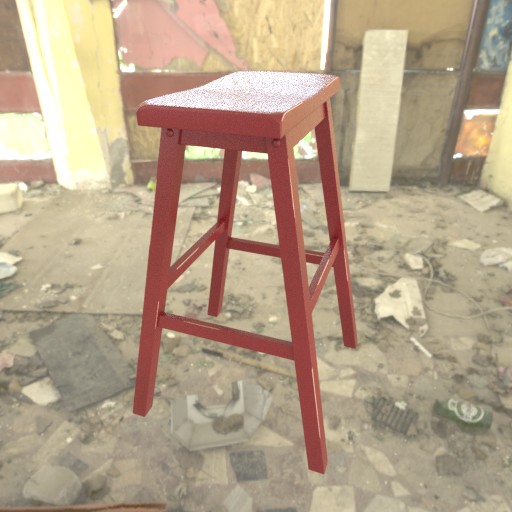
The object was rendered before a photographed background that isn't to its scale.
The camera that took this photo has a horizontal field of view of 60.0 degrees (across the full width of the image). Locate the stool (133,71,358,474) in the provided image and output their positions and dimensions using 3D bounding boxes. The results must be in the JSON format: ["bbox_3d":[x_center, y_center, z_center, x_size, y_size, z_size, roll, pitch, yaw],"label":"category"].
[{"bbox_3d":[0.000,0.000,1.020,0.476,0.737,0.457,10,31,17],"label":"stool"}]
